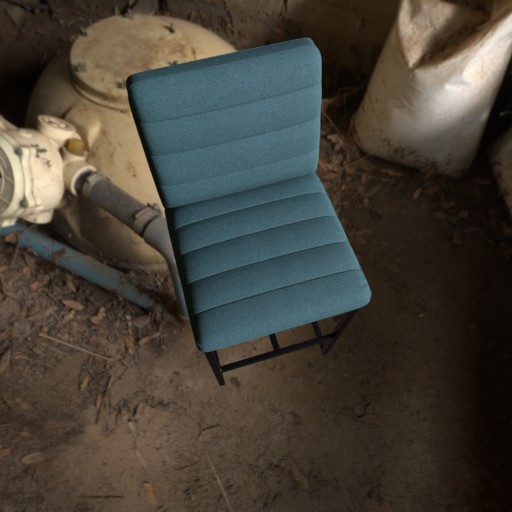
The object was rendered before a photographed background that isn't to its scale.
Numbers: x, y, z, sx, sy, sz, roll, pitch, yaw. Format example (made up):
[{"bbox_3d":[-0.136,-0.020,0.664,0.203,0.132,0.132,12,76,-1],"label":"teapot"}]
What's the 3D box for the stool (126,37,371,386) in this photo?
[{"bbox_3d":[0.000,0.000,1.352,0.460,1.040,0.560,-15,66,-7],"label":"stool"}]
